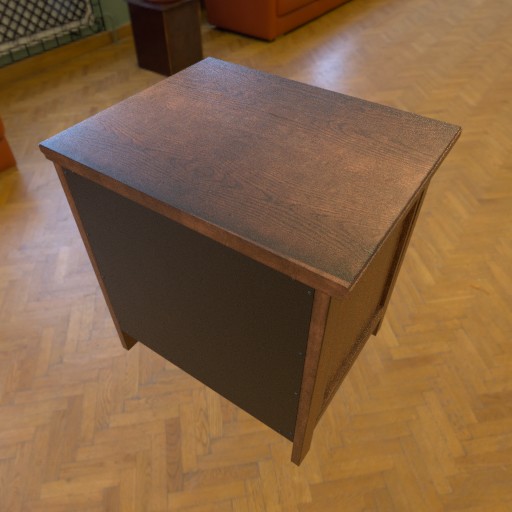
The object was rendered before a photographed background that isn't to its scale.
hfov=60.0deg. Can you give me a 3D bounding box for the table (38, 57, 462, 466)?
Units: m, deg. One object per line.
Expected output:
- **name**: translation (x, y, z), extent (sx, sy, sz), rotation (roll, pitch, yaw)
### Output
- **table**: translation (0.000, 0.000, 0.980), extent (0.586, 0.597, 0.461), rotation (26, 50, 24)
